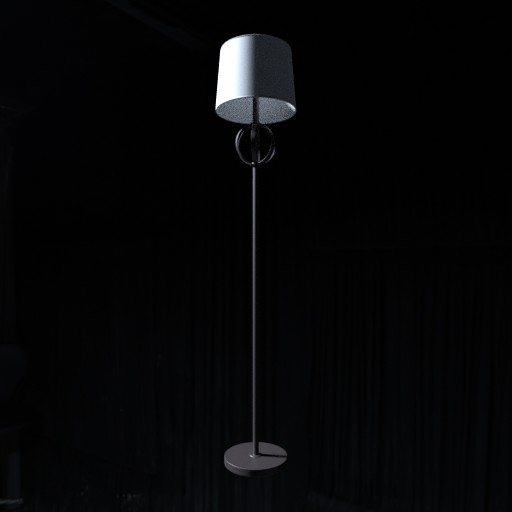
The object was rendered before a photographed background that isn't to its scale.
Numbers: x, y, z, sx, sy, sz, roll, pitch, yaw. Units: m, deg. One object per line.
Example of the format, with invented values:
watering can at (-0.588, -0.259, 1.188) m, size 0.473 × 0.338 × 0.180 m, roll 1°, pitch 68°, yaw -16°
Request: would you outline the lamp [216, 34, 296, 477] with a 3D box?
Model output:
lamp at (0.000, 0.000, 1.582) m, size 0.286 × 1.462 × 0.286 m, roll 0°, pitch -1°, yaw 35°
